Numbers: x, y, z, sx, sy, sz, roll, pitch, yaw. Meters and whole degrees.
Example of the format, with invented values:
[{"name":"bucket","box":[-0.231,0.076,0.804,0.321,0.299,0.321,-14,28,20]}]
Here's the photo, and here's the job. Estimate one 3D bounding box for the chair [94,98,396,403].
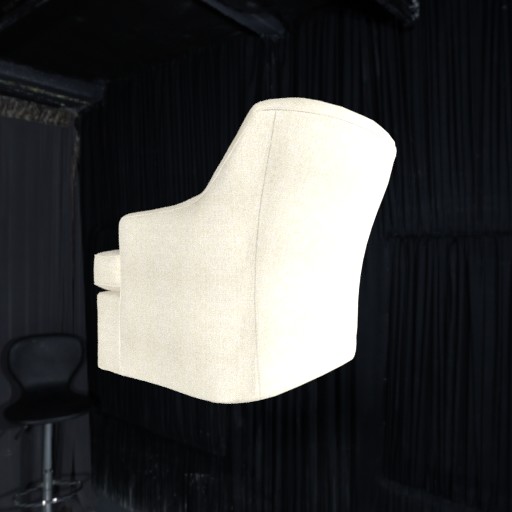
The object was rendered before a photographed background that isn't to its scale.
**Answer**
[{"name":"chair","box":[0.000,0.000,1.621,0.923,0.856,0.864,1,1,37]}]
